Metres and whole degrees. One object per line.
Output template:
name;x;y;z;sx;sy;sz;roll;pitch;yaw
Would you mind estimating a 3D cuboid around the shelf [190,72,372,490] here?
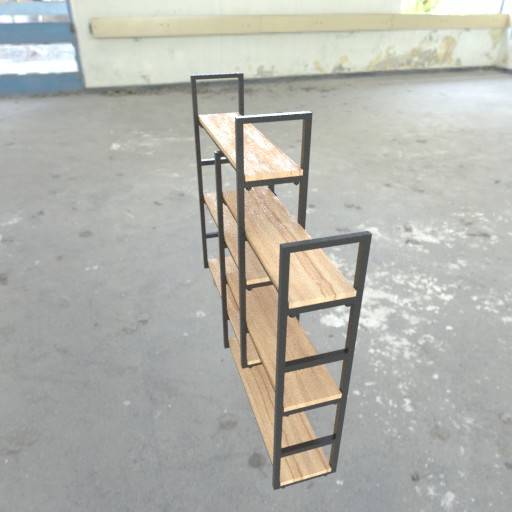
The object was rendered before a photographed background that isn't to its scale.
shelf;0.000;0.000;1.371;0.183;0.921;0.946;-9;32;-14
